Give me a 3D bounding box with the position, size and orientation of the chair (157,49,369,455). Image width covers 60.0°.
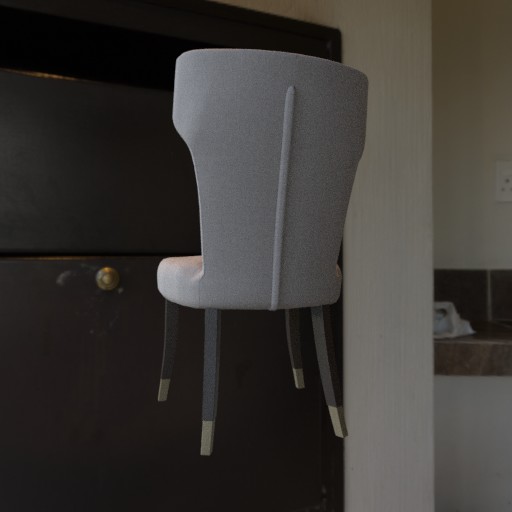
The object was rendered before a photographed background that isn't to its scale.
[{"bbox_3d":[0.000,0.000,1.292,0.526,0.950,0.630,0,0,-17],"label":"chair"}]
